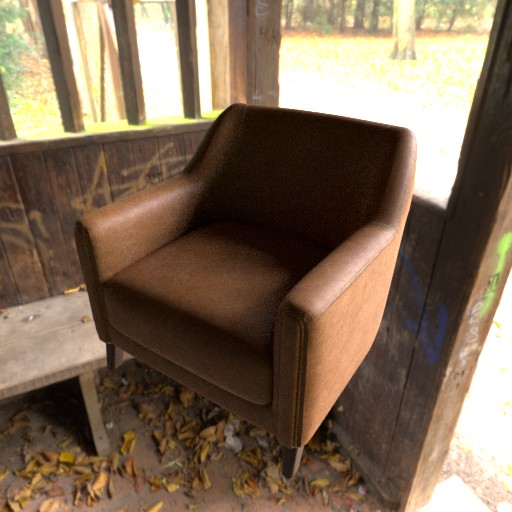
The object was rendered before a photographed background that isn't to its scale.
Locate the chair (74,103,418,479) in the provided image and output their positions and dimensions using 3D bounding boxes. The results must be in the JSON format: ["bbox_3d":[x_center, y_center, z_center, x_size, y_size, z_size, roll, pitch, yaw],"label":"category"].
[{"bbox_3d":[0.000,0.000,1.811,1.037,0.980,1.034,19,36,29],"label":"chair"}]
